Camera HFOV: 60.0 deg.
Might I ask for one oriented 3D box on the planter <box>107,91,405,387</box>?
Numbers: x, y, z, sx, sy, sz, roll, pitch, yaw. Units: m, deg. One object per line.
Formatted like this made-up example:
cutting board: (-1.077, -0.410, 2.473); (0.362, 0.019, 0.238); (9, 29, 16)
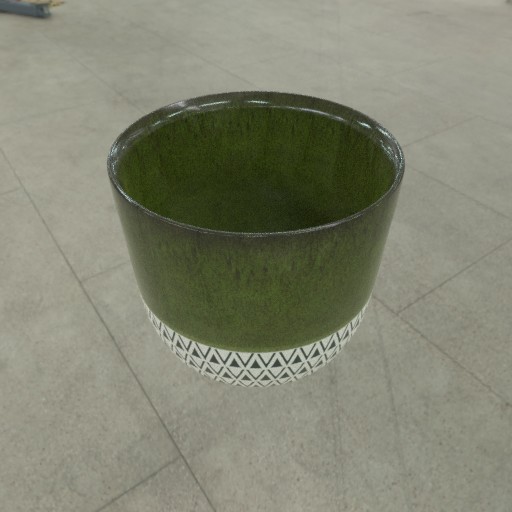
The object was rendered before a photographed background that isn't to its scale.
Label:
planter: (0.000, 0.000, 0.495); (0.266, 0.270, 0.266); (0, 41, 0)
